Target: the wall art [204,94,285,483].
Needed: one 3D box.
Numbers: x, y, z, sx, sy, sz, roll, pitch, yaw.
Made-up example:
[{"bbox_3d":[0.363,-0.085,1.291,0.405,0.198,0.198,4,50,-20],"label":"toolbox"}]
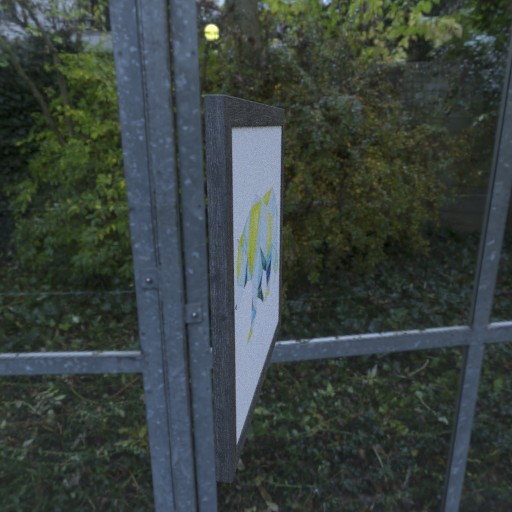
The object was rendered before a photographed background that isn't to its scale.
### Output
[{"bbox_3d":[0.000,0.000,0.710,0.027,0.459,0.462,3,17,10],"label":"wall art"}]
